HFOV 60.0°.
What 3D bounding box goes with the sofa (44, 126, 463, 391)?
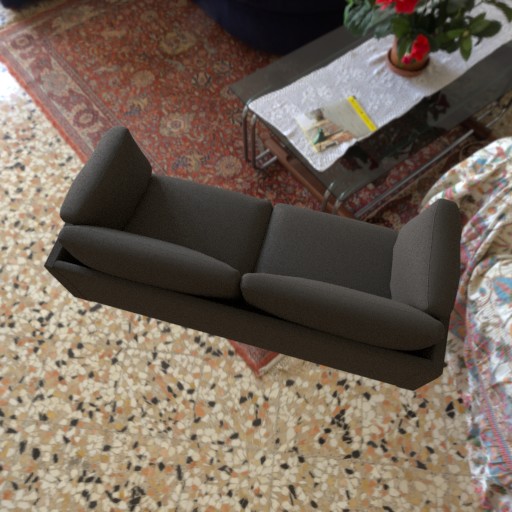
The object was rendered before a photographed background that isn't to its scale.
[{"bbox_3d":[0.000,0.000,2.761,2.312,0.792,0.969,14,64,7],"label":"sofa"}]
